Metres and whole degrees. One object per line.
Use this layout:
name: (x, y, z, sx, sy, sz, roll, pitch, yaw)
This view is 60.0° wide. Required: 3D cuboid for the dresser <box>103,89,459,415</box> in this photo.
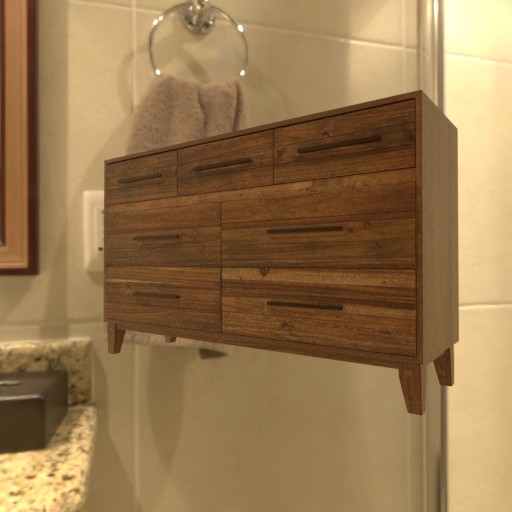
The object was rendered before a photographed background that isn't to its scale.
dresser: (0.000, 0.000, 1.757, 1.400, 0.873, 0.446, -1, -1, 36)
